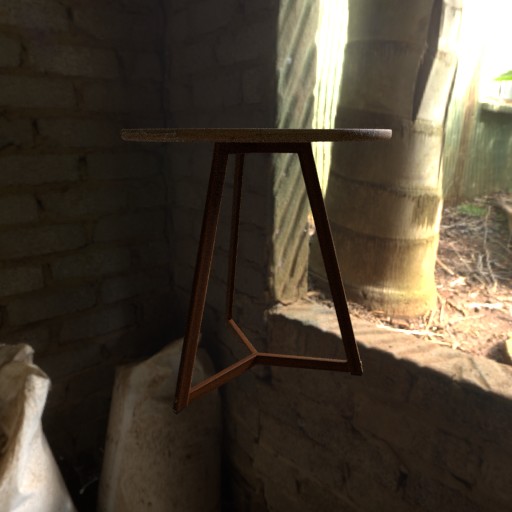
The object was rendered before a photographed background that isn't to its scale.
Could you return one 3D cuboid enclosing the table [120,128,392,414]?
[{"bbox_3d":[0.000,0.000,0.915,0.500,0.500,0.500,0,15,0],"label":"table"}]
